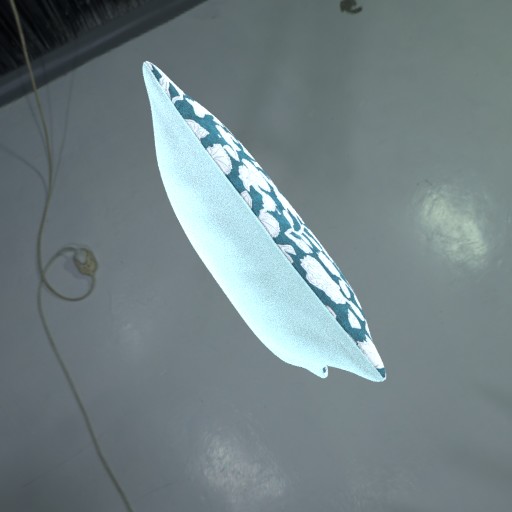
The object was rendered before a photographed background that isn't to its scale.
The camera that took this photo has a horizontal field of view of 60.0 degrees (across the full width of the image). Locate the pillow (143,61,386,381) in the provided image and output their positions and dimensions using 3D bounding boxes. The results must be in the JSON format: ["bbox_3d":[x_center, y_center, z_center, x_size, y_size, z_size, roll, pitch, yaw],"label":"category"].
[{"bbox_3d":[0.000,0.000,0.803,0.166,0.508,0.525,-34,77,-9],"label":"pillow"}]
